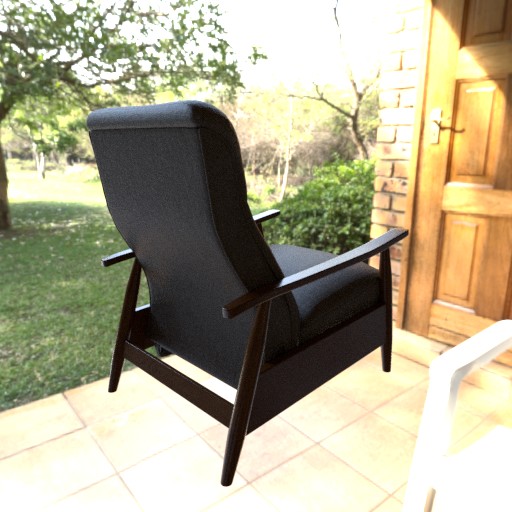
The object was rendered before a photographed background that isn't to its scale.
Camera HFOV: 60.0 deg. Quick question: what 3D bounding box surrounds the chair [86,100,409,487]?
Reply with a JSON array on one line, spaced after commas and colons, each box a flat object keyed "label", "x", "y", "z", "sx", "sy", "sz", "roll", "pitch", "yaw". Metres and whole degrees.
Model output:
[{"label": "chair", "x": 0.000, "y": 0.000, "z": 1.738, "sx": 1.014, "sy": 1.081, "sz": 0.762, "roll": -14, "pitch": 20, "yaw": -43}]
